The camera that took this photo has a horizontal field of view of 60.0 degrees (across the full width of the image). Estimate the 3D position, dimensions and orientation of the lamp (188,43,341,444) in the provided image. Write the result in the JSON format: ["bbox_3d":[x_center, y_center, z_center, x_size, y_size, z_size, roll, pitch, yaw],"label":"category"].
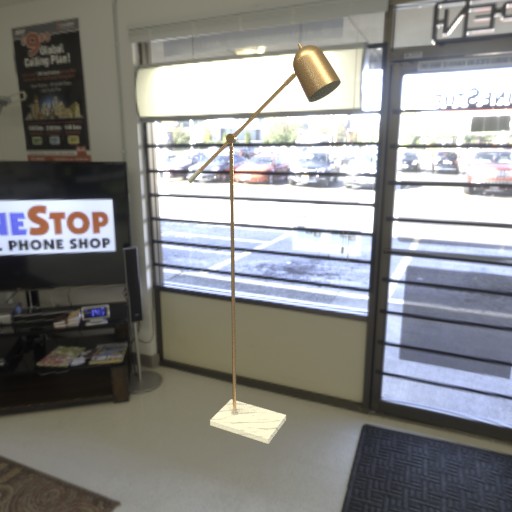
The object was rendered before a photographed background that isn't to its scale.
[{"bbox_3d":[0.000,0.000,1.839,0.653,1.594,0.194,7,15,26],"label":"lamp"}]
